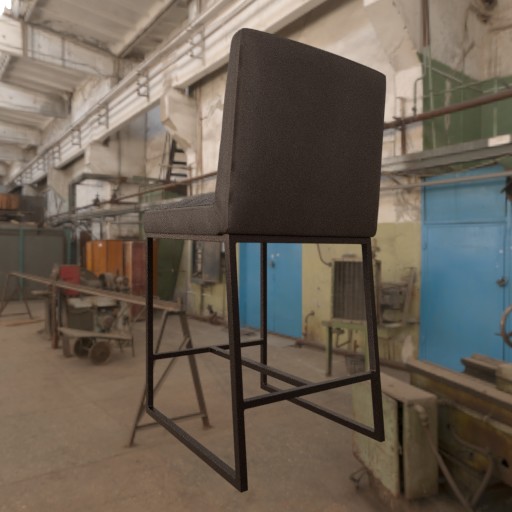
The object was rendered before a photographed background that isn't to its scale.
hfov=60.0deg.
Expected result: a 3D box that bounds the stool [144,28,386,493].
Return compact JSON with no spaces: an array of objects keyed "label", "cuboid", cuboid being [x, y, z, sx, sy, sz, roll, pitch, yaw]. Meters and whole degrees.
[{"label":"stool","cuboid":[0.000,0.000,1.230,0.463,0.946,0.562,0,1,-34]}]
